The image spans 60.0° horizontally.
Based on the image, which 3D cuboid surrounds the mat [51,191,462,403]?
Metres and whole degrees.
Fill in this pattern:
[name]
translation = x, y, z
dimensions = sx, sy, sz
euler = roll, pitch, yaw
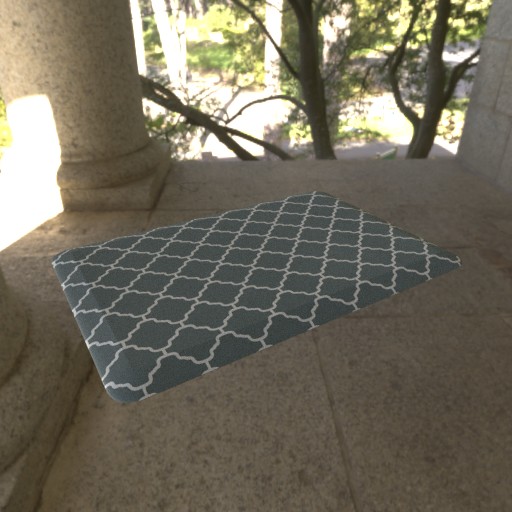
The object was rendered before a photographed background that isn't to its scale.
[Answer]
[mat]
translation = 0.000, 0.000, 0.959
dimensions = 0.762, 0.021, 0.508
euler = -17, 33, -27
